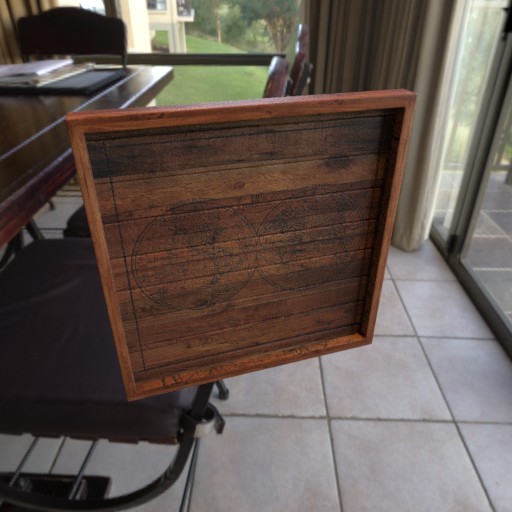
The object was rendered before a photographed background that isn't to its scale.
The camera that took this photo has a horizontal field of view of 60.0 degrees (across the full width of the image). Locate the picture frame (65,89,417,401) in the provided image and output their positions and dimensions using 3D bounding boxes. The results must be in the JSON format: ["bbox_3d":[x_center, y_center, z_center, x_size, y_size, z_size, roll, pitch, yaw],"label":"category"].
[{"bbox_3d":[0.000,0.000,0.529,0.352,0.356,0.028,-9,33,-15],"label":"picture frame"}]
